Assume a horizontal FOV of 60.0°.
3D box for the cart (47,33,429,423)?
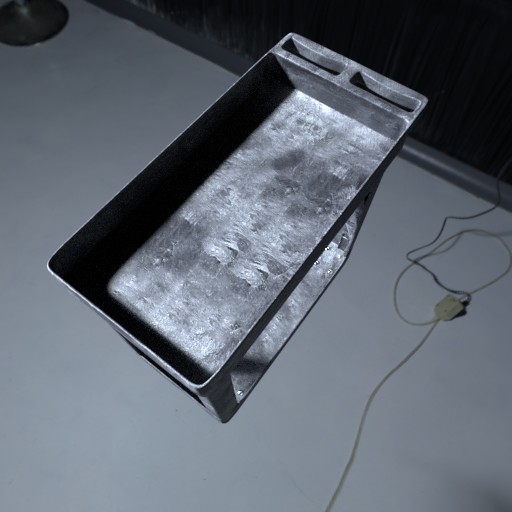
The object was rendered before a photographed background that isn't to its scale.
[{"bbox_3d":[0.000,0.000,1.350,0.420,0.824,0.877,34,68,16],"label":"cart"}]
